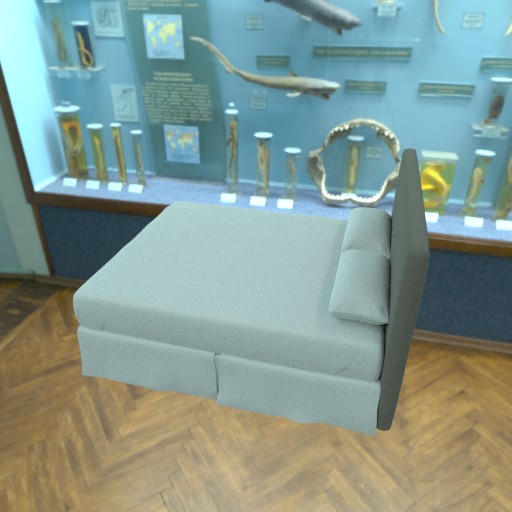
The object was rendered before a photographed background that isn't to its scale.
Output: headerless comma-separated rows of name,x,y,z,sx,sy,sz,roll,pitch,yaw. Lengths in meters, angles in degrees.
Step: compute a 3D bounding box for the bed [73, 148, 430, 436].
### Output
bed,0.000,0.000,3.282,2.142,1.330,1.748,8,31,13
